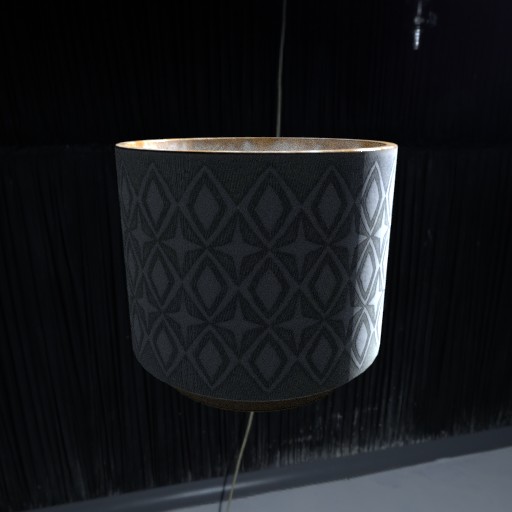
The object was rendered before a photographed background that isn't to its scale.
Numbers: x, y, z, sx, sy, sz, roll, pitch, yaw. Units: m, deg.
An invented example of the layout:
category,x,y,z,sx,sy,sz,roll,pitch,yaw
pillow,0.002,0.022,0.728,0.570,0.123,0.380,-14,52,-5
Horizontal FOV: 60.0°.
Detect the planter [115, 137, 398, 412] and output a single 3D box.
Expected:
category,x,y,z,sx,sy,sz,roll,pitch,yaw
planter,0.000,0.000,0.449,0.255,0.223,0.255,0,17,0
